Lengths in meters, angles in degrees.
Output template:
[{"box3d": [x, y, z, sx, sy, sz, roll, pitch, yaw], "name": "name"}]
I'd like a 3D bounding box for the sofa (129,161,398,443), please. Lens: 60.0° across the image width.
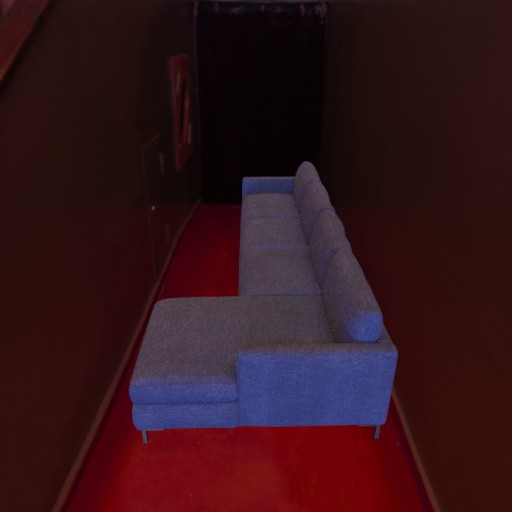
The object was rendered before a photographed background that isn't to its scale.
[{"box3d": [0.000, 0.000, 3.502, 1.350, 0.810, 2.932, 0, 27, -1], "name": "sofa"}]
